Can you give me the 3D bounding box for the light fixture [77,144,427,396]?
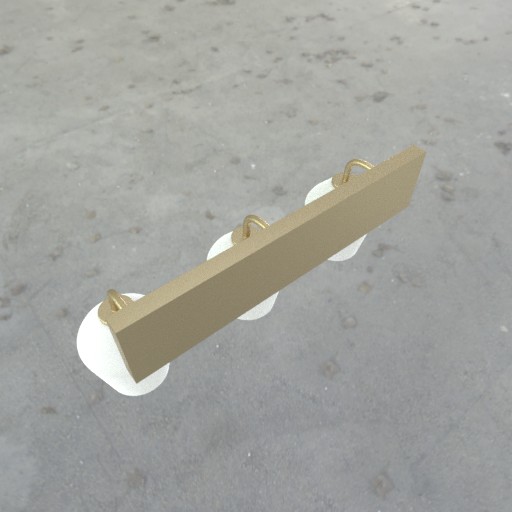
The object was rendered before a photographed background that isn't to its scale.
[{"bbox_3d":[0.000,0.000,0.733,0.609,0.280,0.190,-31,54,-25],"label":"light fixture"}]
